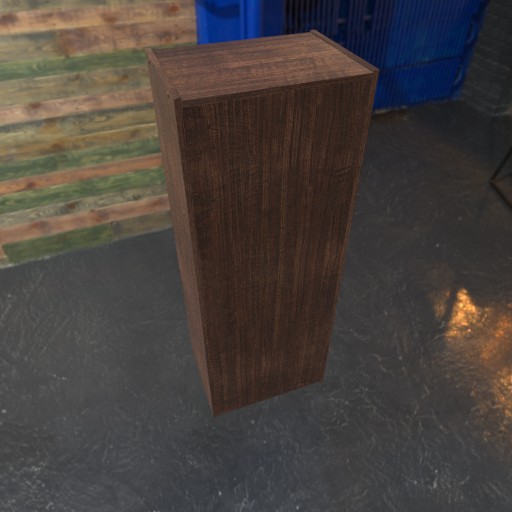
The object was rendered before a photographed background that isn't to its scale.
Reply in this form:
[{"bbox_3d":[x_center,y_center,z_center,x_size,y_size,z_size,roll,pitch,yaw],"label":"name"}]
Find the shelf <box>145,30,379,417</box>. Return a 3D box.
[{"bbox_3d":[0.000,0.000,1.285,0.415,1.099,0.290,-14,44,-15],"label":"shelf"}]
